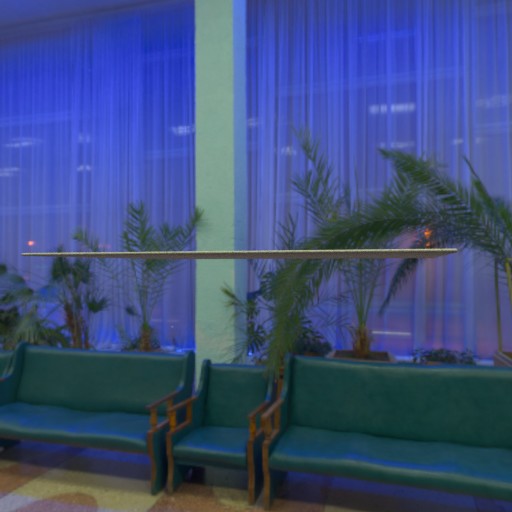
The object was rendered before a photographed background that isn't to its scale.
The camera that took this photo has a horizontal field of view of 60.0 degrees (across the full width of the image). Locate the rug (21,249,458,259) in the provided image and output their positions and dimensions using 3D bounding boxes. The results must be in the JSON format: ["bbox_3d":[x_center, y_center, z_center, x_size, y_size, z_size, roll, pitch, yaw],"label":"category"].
[{"bbox_3d":[0.000,0.000,2.747,2.132,0.015,1.526,0,-1,19],"label":"rug"}]
